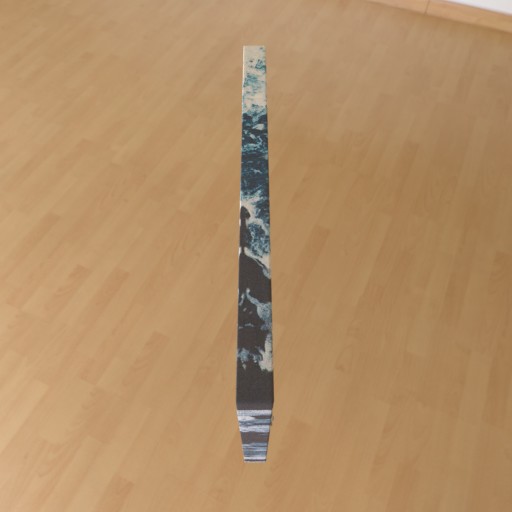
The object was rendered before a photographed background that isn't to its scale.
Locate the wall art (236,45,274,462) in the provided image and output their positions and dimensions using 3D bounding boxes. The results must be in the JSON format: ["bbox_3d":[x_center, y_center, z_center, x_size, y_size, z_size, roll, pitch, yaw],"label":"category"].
[{"bbox_3d":[0.000,0.000,0.777,0.043,0.407,0.609,0,57,0],"label":"wall art"}]
